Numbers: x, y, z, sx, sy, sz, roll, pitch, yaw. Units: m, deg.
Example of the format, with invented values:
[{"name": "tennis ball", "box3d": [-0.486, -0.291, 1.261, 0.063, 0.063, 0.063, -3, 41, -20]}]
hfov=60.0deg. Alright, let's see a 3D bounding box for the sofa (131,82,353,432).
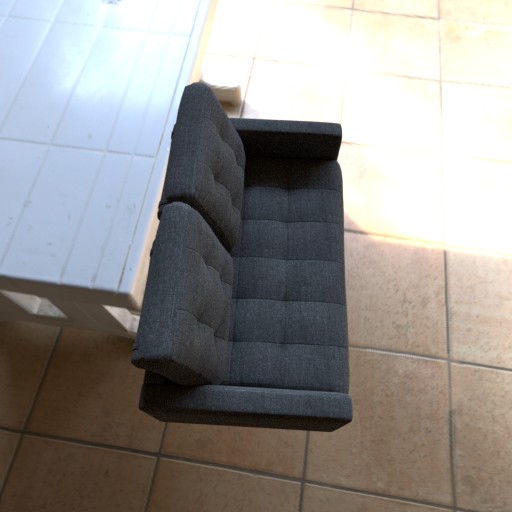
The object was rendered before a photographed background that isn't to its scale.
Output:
[{"name": "sofa", "box3d": [0.000, 0.000, 2.000, 0.842, 0.907, 1.407, 3, 64, 1]}]
